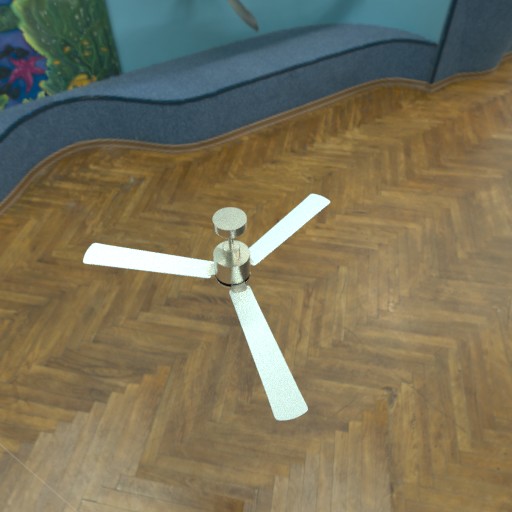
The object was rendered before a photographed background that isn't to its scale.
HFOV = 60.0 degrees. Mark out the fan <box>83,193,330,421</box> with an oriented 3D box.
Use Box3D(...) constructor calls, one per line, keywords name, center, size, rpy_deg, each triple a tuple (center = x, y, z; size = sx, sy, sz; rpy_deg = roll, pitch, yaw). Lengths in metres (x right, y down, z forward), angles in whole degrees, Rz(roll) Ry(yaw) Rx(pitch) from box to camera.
Box3D(name="fan", center=(0.000, 0.000, 2.355), size=(1.561, 0.446, 1.531), rpy_deg=(-25, 52, -21))
